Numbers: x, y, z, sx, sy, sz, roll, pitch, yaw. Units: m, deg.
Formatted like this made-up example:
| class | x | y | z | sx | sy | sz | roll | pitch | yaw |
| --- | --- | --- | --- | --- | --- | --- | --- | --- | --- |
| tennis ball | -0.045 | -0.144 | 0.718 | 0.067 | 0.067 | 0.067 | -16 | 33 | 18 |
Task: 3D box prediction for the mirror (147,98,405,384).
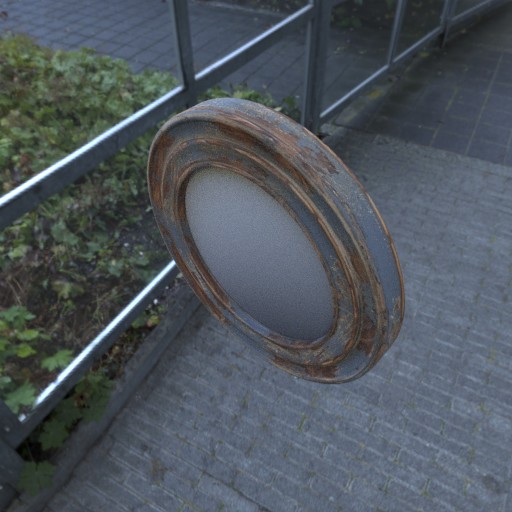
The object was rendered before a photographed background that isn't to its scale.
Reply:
| class | x | y | z | sx | sy | sz | roll | pitch | yaw |
| --- | --- | --- | --- | --- | --- | --- | --- | --- | --- |
| mirror | 0.000 | 0.000 | 0.852 | 0.585 | 0.585 | 0.061 | 33 | 54 | 28 |
